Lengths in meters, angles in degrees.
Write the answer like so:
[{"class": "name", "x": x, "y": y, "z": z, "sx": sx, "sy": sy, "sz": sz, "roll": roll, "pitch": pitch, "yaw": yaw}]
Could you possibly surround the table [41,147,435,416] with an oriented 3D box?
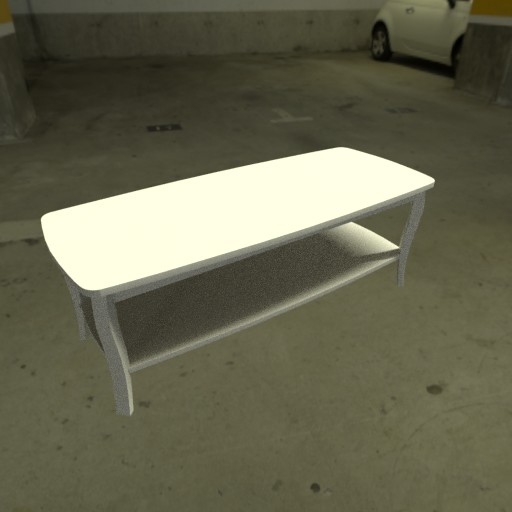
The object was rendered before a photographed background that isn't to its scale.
[{"class": "table", "x": 0.000, "y": 0.000, "z": 1.630, "sx": 1.334, "sy": 0.474, "sz": 0.561, "roll": -19, "pitch": 36, "yaw": -29}]
